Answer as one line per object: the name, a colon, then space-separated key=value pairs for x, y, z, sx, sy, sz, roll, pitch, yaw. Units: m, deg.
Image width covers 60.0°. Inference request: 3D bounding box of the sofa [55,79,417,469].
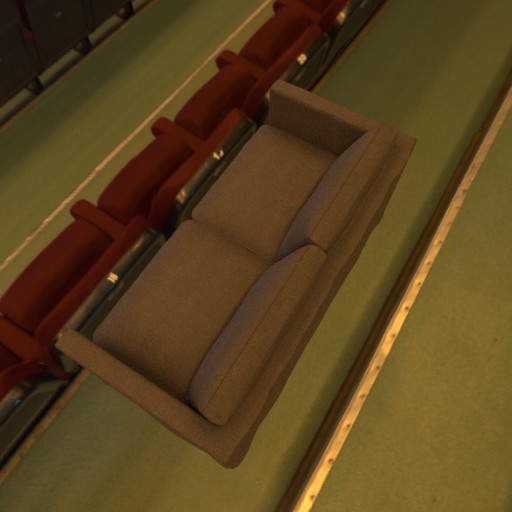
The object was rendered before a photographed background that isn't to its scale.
sofa: x=0.000 y=0.000 z=2.468 sx=0.953 sy=0.855 sz=1.982 roll=29 pitch=67 yaw=14
